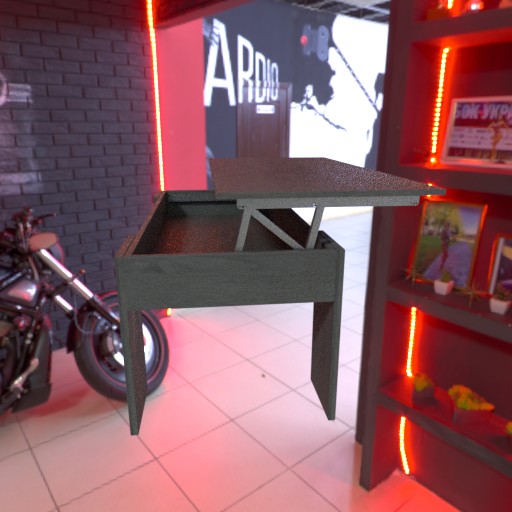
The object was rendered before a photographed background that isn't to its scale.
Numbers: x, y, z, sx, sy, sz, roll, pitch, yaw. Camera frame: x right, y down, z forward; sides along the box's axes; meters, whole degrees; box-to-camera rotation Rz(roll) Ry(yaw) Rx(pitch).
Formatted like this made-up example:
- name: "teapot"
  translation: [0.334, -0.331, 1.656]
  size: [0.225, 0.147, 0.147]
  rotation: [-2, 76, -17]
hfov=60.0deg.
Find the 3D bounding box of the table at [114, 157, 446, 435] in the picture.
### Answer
- name: "table"
  translation: [0.000, 0.000, 1.473]
  size: [0.711, 0.570, 1.000]
  rotation: [-2, 17, -6]
